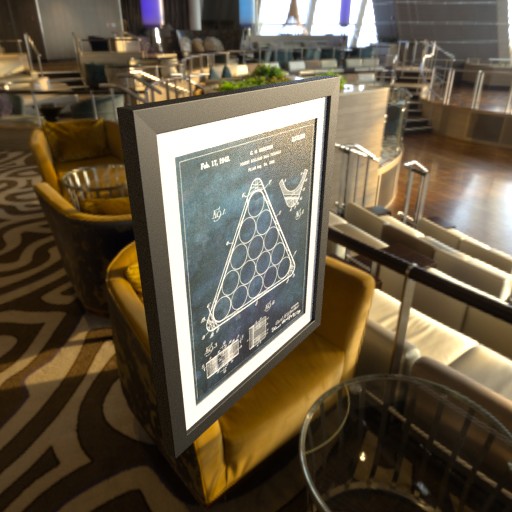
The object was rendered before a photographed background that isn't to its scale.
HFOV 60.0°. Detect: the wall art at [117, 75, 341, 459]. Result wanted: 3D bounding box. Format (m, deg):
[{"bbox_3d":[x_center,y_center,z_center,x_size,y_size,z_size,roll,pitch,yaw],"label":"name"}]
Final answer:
[{"bbox_3d":[0.000,0.000,0.713,0.025,0.508,0.432,20,33,33],"label":"wall art"}]
